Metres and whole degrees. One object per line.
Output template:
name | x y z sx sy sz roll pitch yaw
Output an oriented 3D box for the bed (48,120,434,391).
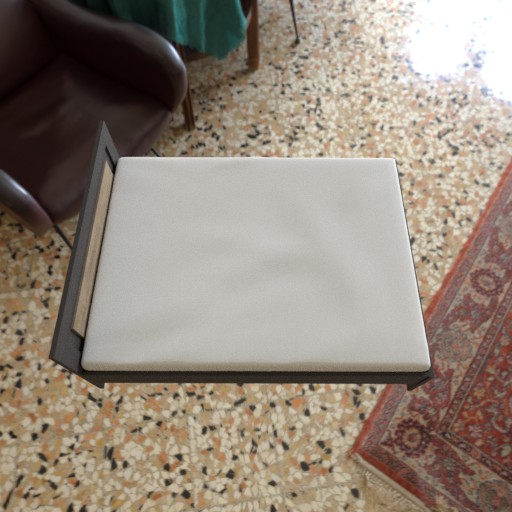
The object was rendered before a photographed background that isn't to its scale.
bed | 0.000 0.000 2.938 2.073 0.823 1.585 0 63 0
